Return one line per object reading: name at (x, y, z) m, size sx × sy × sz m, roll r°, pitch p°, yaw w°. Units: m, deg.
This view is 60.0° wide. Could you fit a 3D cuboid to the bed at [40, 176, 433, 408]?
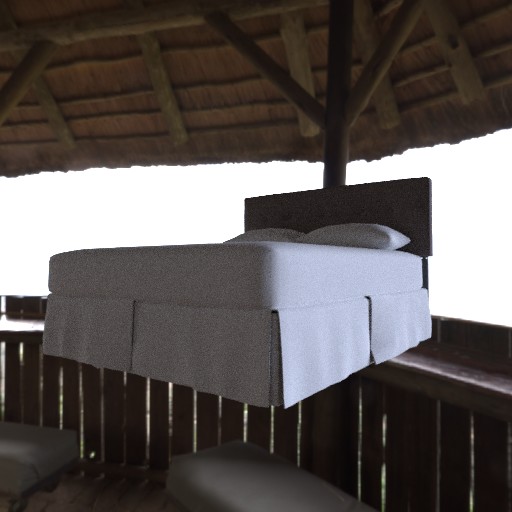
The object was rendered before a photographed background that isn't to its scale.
bed at (0.000, 0.000, 2.701) m, size 1.610 × 1.089 × 1.894 m, roll -1°, pitch -1°, yaw 37°
